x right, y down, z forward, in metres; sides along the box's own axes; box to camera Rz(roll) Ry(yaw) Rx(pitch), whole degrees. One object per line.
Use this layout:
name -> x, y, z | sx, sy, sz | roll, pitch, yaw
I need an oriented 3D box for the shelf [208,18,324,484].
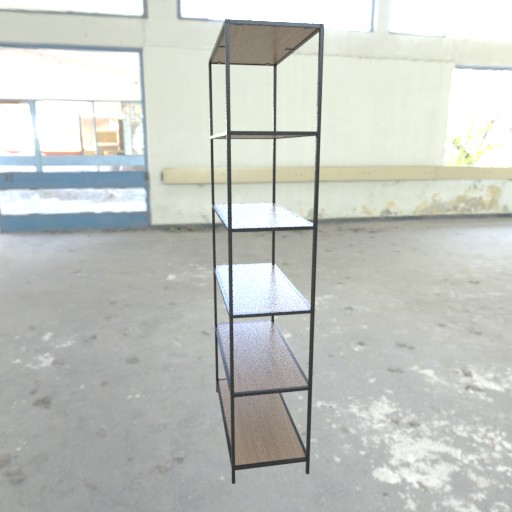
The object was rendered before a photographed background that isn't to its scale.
shelf -> 0.000, 0.000, 2.113 | 0.350, 1.850, 0.770 | -2, 14, -10
